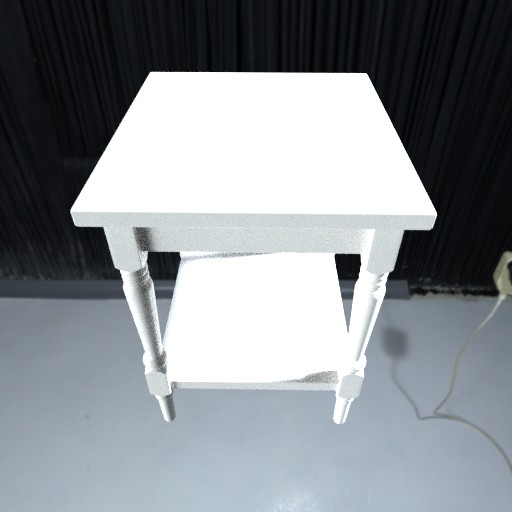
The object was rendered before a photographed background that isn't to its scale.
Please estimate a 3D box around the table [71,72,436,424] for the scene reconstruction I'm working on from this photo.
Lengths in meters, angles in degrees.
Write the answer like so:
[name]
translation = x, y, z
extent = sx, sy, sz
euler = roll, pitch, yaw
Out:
[table]
translation = 0.000, 0.000, 0.899
extent = 0.442, 0.565, 0.488
euler = 1, 41, 1
